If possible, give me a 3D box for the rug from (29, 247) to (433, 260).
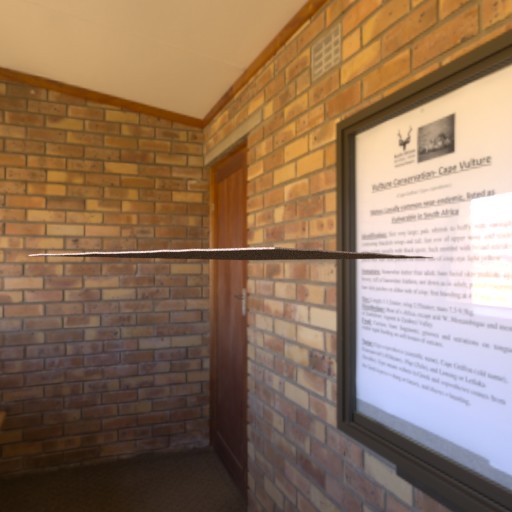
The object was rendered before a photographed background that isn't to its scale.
[{"bbox_3d":[0.000,0.000,3.342,1.964,0.025,2.455,-1,-2,36],"label":"rug"}]
